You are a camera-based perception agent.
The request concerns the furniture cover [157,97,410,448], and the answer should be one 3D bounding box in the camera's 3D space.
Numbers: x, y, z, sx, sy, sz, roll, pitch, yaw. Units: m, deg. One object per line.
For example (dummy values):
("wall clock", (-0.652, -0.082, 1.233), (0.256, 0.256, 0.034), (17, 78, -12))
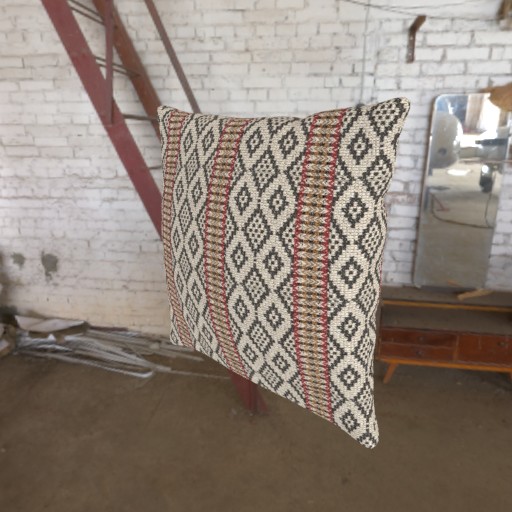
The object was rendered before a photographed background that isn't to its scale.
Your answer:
("furniture cover", (0.000, 0.000, 0.766), (0.503, 0.506, 0.182), (15, 22, 41))
